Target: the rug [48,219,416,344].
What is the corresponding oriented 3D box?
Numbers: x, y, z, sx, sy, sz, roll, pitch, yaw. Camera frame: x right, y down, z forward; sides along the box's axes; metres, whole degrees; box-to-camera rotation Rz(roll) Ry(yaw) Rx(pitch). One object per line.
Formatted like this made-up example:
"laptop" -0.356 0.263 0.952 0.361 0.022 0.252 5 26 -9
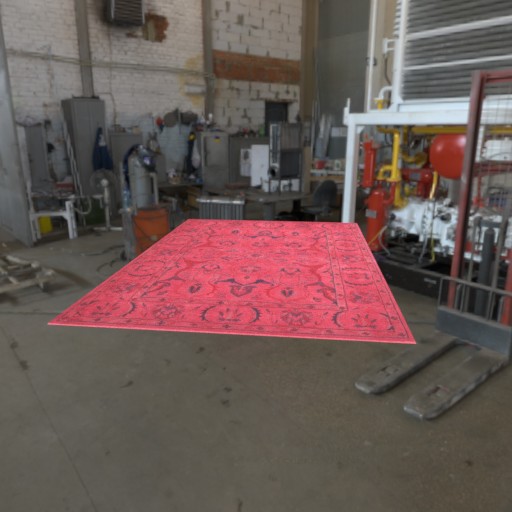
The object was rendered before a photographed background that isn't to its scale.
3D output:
"rug" 0.000 0.000 2.297 1.209 0.008 1.814 2 16 6
